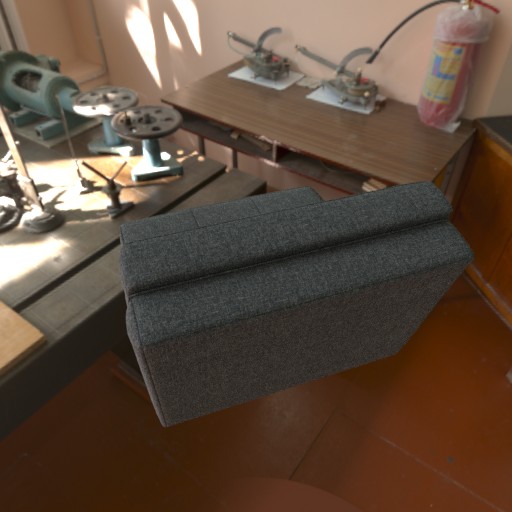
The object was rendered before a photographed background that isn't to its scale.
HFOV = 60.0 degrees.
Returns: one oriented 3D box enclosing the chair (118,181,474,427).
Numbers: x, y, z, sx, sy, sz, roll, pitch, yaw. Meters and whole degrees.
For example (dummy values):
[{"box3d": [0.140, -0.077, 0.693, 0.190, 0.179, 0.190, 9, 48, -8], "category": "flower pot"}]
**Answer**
[{"box3d": [0.000, 0.000, 1.280, 0.740, 0.615, 0.800, -13, 44, -14], "category": "chair"}]
